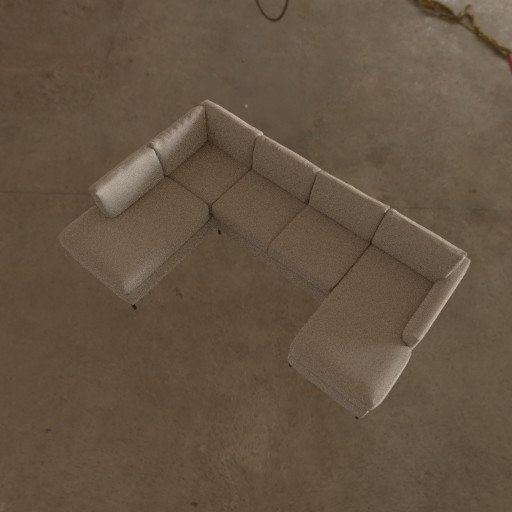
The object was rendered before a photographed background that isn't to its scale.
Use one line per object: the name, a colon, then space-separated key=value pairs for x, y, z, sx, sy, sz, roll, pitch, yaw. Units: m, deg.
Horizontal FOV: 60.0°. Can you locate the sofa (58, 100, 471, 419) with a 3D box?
sofa: x=0.000 y=0.000 z=3.852 sx=2.984 sy=0.862 sz=1.989 roll=35 pitch=65 yaw=19
